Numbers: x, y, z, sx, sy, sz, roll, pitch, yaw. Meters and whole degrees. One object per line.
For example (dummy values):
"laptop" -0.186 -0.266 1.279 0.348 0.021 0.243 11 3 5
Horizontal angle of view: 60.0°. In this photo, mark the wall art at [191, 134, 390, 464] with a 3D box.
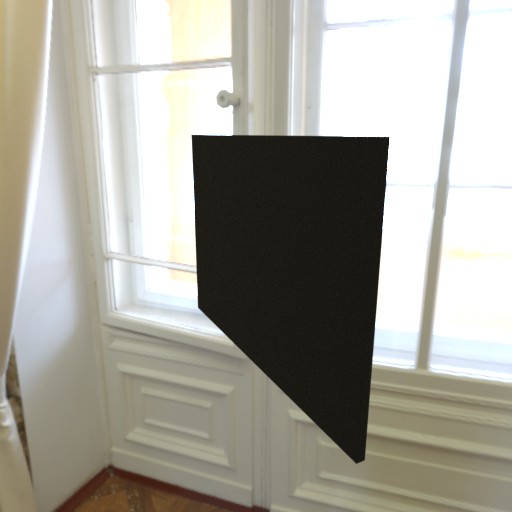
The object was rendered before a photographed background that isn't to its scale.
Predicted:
"wall art" 0.000 0.000 1.255 0.049 0.659 0.964 -7 17 -25
